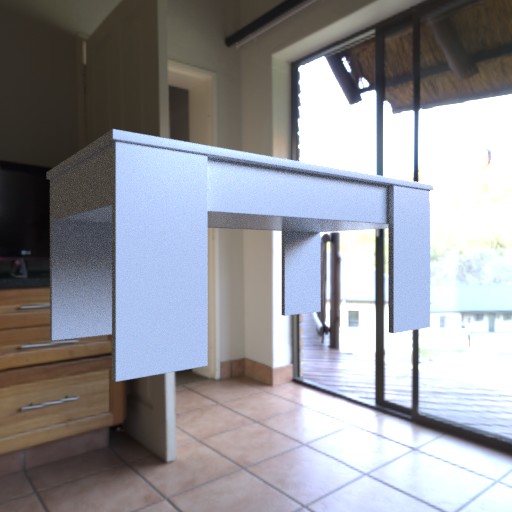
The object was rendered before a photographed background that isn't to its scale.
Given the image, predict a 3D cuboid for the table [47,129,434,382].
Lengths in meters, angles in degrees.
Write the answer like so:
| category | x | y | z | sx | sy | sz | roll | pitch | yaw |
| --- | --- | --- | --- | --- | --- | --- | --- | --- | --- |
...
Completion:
| category | x | y | z | sx | sy | sz | roll | pitch | yaw |
| --- | --- | --- | --- | --- | --- | --- | --- | --- | --- |
| table | 0.000 | 0.000 | 1.265 | 1.000 | 0.440 | 0.500 | 0 | 0 | -37 |
